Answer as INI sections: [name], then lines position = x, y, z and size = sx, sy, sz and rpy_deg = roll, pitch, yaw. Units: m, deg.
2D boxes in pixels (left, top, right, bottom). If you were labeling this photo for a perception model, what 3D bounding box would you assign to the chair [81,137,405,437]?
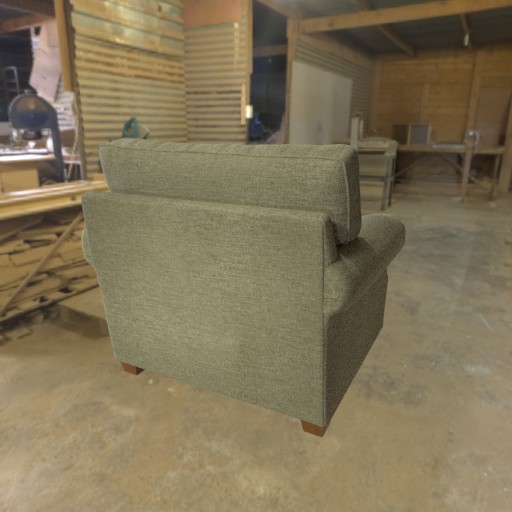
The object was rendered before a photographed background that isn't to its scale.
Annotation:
[chair]
position = 0.000, 0.000, 1.861
size = 1.092, 0.961, 0.965
rpy_deg = 9, 19, 26
